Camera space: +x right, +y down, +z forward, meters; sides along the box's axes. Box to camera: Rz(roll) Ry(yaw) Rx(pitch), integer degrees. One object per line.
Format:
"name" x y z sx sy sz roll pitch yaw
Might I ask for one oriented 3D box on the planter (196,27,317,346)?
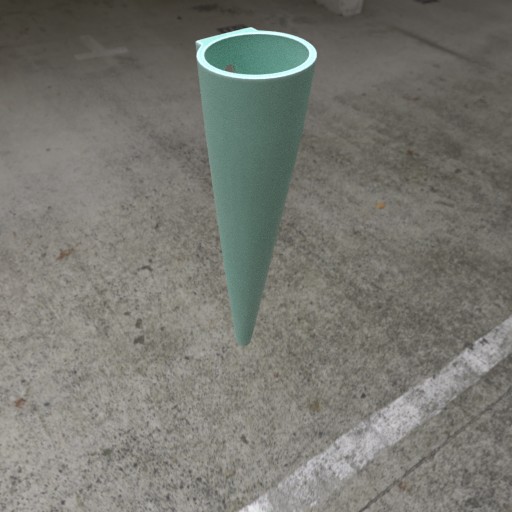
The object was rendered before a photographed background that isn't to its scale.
"planter" 0.000 0.000 0.296 0.054 0.268 0.055 -26 52 -23
